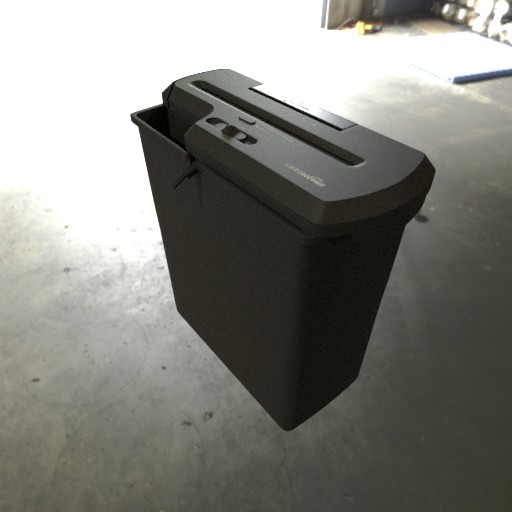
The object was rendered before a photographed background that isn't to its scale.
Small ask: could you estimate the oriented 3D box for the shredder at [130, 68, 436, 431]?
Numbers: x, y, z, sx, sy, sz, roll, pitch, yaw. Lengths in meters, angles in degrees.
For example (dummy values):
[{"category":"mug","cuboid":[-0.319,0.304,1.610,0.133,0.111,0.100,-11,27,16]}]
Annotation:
[{"category":"shredder","cuboid":[0.000,0.000,0.510,0.170,0.335,0.320,-27,47,-28]}]
